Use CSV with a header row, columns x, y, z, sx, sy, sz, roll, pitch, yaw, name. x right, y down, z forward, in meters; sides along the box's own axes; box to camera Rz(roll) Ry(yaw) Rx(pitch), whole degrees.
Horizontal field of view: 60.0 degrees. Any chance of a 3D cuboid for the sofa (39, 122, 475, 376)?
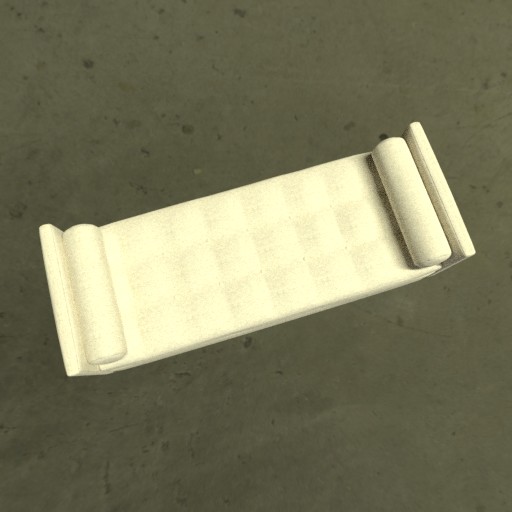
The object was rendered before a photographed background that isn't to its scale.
x,y,z,sx,sy,sz,roll,pitch,yaw,name
0.000,0.000,2.535,2.102,0.655,0.797,-16,77,-4,sofa
